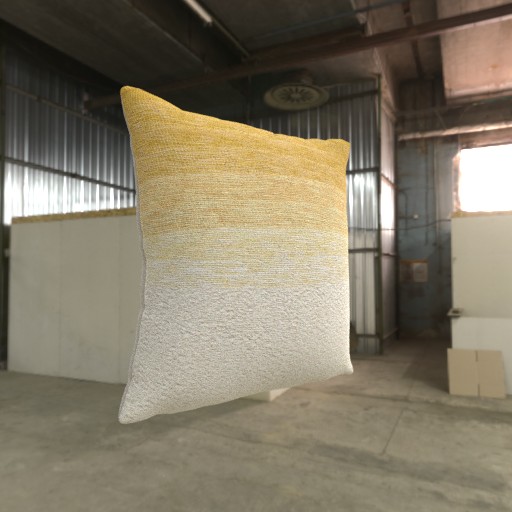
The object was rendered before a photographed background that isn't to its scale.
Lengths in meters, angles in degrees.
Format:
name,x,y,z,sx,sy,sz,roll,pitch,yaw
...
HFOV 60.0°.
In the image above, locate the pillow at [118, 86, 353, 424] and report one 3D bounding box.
name,x,y,z,sx,sy,sz,roll,pitch,yaw
pillow,0.000,0.000,0.721,0.450,0.450,0.211,1,-2,-36
